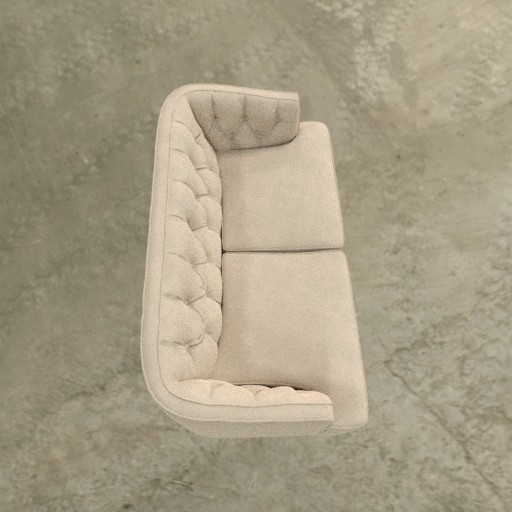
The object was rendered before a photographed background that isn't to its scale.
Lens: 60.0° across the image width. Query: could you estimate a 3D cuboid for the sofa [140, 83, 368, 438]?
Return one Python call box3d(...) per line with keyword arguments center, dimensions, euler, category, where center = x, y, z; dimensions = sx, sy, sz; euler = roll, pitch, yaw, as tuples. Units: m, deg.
box3d(center=(0.000, 0.000, 2.310), dimensions=(0.940, 0.878, 1.731), euler=(-2, 64, -1), category="sofa")
